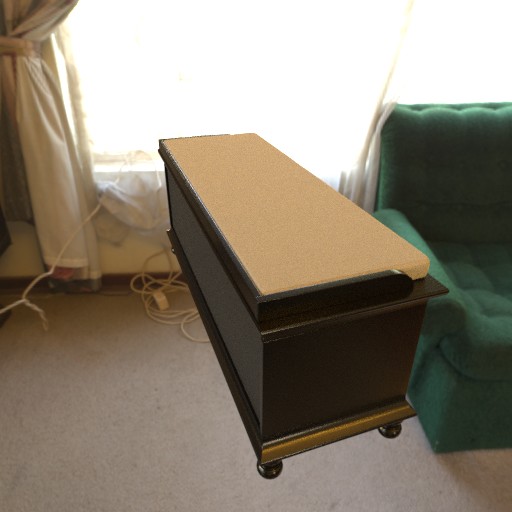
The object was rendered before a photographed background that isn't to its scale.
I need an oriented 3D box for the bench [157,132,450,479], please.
[{"bbox_3d":[0.000,0.000,1.412,0.402,0.501,1.185,-10,31,-17],"label":"bench"}]
